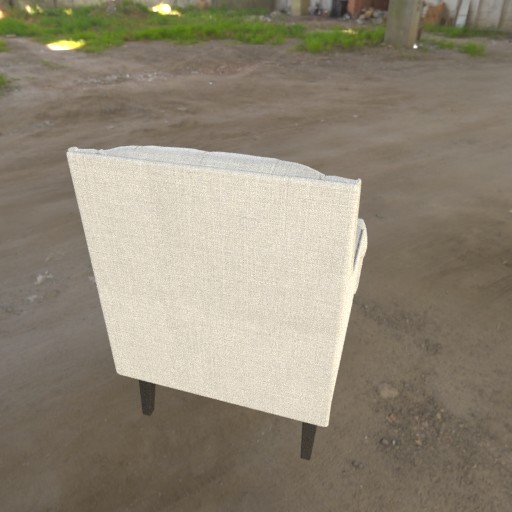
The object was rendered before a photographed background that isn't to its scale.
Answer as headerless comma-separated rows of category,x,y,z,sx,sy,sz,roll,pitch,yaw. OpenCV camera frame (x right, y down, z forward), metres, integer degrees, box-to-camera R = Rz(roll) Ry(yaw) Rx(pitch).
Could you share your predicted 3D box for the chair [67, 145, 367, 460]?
chair,0.000,0.000,1.412,0.658,0.891,0.772,9,33,15
